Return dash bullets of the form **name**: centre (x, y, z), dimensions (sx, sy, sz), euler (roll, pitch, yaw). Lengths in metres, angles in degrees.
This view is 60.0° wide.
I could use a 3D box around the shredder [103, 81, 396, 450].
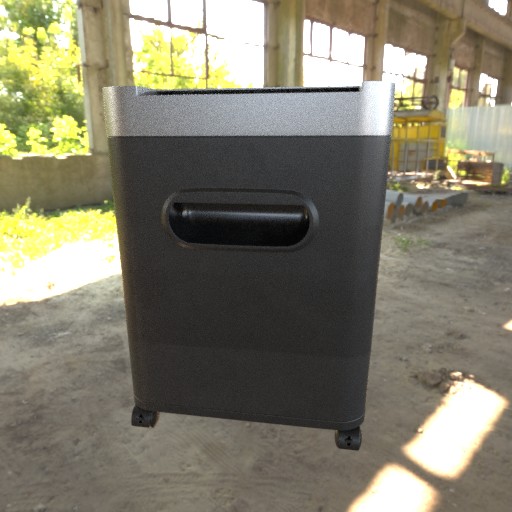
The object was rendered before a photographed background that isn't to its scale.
- **shredder**: centre (0.000, 0.000, 0.597), dimensions (0.311, 0.419, 0.237), euler (2, 15, 9)
